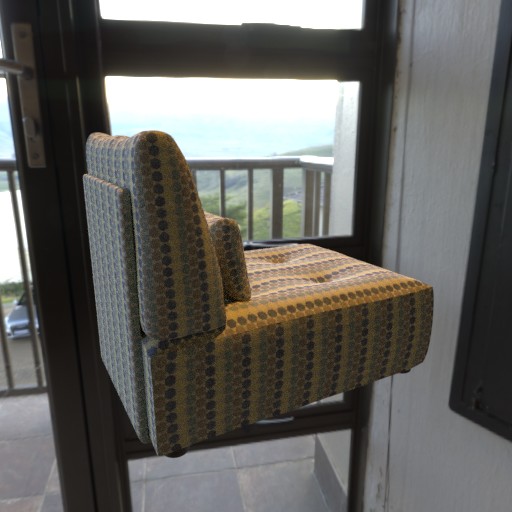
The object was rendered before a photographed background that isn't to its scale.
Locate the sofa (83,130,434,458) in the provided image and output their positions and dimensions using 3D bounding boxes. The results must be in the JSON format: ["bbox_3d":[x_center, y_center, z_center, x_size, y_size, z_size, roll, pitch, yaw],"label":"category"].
[{"bbox_3d":[0.000,0.000,1.525,1.000,0.820,0.700,-8,17,-28],"label":"sofa"}]
